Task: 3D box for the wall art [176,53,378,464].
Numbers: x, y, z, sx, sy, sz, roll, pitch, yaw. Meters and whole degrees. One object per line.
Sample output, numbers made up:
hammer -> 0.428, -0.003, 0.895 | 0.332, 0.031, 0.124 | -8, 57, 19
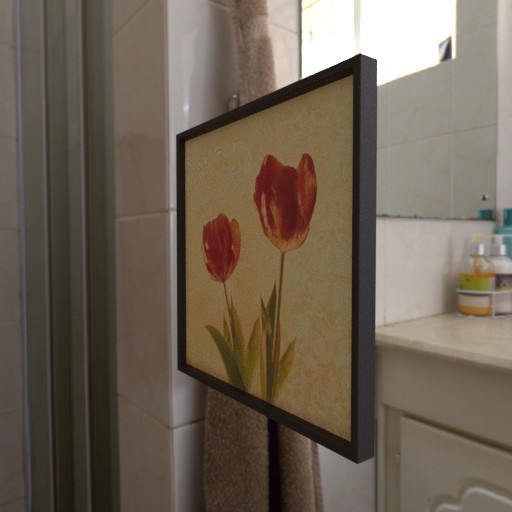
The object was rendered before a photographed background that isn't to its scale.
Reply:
wall art -> 0.000, 0.000, 0.528 | 0.038, 0.349, 0.349 | -1, 2, -36
